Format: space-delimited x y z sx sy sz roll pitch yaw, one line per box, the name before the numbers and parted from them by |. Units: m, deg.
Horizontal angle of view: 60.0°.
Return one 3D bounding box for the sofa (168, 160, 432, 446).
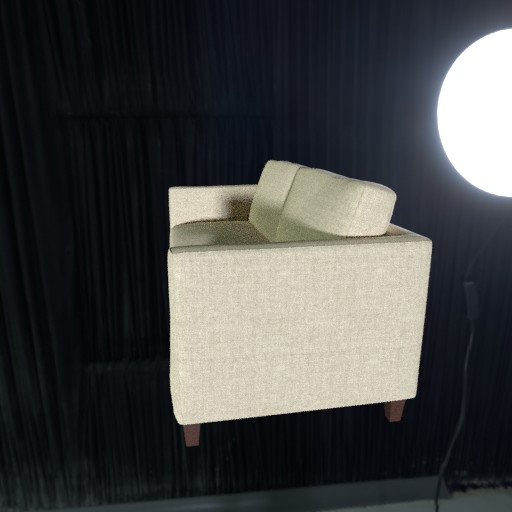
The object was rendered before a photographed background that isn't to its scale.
sofa | 0.000 0.000 2.417 0.950 0.963 1.884 -3 16 -10
